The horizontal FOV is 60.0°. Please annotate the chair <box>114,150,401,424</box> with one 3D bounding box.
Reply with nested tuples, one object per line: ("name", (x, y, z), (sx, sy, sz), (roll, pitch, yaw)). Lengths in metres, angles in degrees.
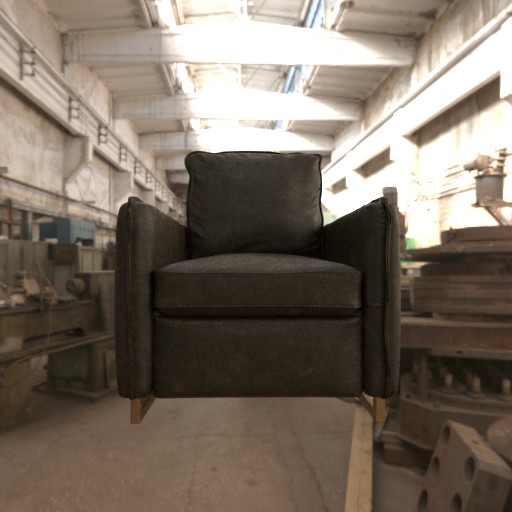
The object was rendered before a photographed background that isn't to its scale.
("chair", (0.000, 0.000, 1.635), (0.830, 0.921, 0.921), (0, 1, -1))
